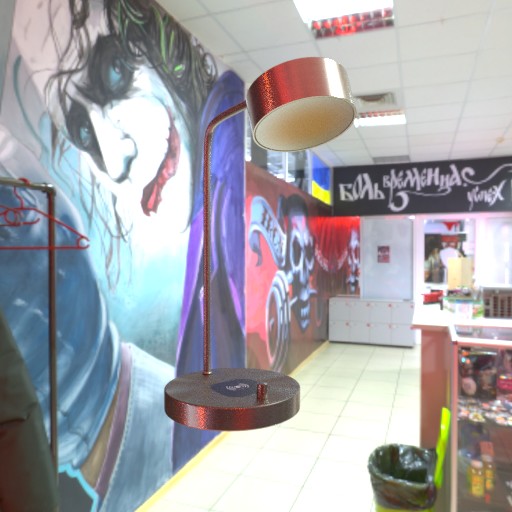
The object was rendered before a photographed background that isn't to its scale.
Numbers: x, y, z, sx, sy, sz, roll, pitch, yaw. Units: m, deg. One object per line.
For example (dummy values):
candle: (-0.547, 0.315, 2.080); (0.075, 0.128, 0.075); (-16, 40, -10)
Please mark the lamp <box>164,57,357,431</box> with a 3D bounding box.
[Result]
lamp: (0.000, 0.000, 0.646); (0.211, 0.469, 0.334); (0, 0, -37)
